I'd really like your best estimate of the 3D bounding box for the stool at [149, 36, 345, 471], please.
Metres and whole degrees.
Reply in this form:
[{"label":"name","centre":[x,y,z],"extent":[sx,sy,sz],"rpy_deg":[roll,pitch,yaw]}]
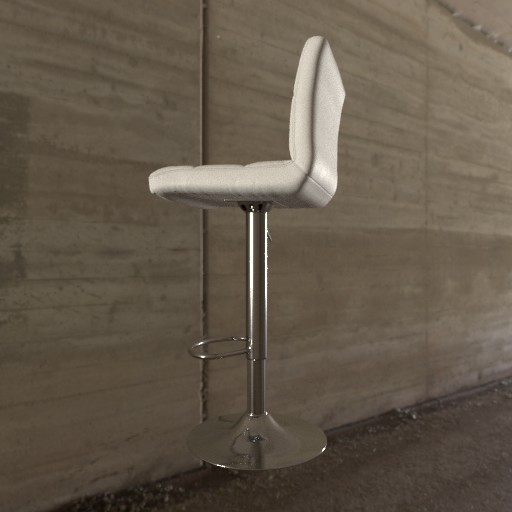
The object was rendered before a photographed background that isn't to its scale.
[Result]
[{"label":"stool","centre":[0.000,0.000,1.354],"extent":[0.505,1.115,0.430],"rpy_deg":[0,0,18]}]
